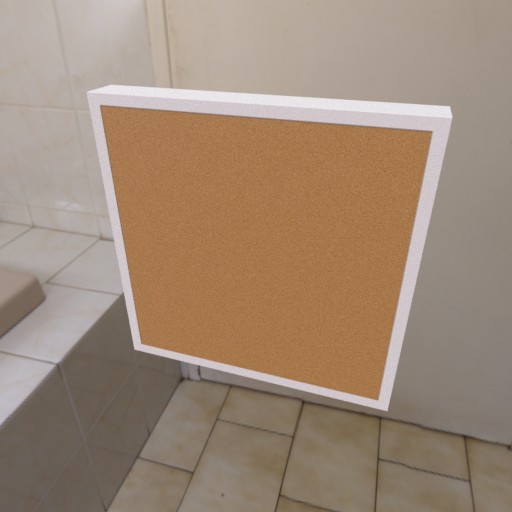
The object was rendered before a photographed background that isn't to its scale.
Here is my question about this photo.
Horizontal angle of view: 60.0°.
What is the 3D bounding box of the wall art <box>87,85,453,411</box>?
[{"bbox_3d":[0.000,0.000,0.447,0.305,0.305,0.038,9,32,15],"label":"wall art"}]
